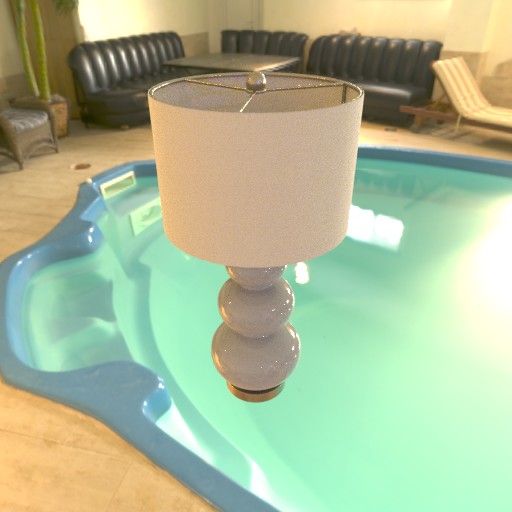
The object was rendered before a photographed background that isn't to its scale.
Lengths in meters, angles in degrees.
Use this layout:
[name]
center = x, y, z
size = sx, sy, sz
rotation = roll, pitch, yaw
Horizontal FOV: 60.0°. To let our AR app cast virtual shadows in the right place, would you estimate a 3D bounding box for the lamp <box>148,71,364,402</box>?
[lamp]
center = 0.000, 0.000, 0.940
size = 0.367, 0.730, 0.367
rotation = 10, 32, 17
